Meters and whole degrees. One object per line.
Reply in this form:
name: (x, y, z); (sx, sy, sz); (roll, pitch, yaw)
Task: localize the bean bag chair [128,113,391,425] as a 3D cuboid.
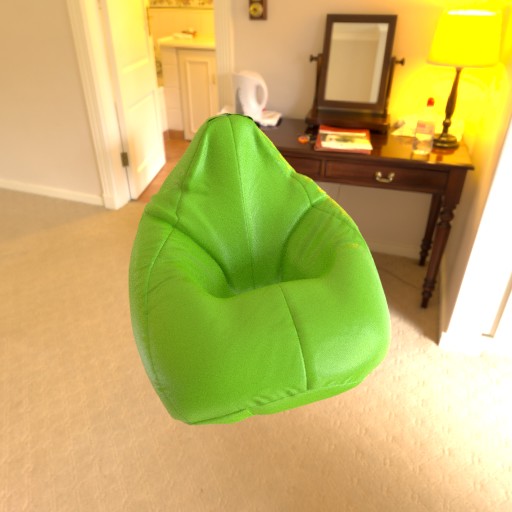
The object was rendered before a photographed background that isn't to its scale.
bean bag chair: (0.000, 0.000, 1.836); (1.070, 0.990, 1.070); (-10, 33, -16)
